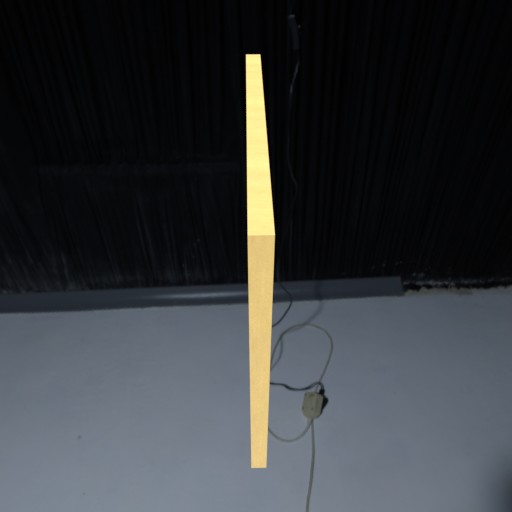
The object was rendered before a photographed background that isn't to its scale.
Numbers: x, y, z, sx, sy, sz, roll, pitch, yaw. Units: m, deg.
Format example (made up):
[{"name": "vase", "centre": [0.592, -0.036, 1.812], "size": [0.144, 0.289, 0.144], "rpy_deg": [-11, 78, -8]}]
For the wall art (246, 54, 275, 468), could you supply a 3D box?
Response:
[{"name": "wall art", "centre": [0.000, 0.000, 2.933], "size": [0.097, 1.936, 1.935], "rpy_deg": [-1, 42, -1]}]
